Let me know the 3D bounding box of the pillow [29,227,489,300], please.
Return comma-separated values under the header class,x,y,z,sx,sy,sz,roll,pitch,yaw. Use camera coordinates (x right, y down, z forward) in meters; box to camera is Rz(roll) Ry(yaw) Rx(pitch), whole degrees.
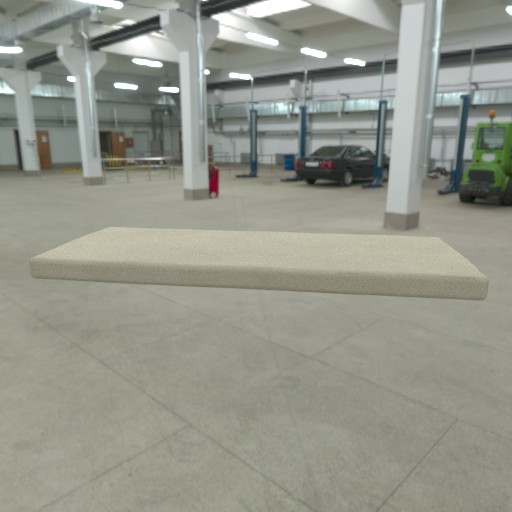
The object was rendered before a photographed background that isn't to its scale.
class,x,y,z,sx,sy,sz,roll,pitch,yaw
pillow,0.000,0.000,1.317,1.187,0.081,0.492,2,15,8
